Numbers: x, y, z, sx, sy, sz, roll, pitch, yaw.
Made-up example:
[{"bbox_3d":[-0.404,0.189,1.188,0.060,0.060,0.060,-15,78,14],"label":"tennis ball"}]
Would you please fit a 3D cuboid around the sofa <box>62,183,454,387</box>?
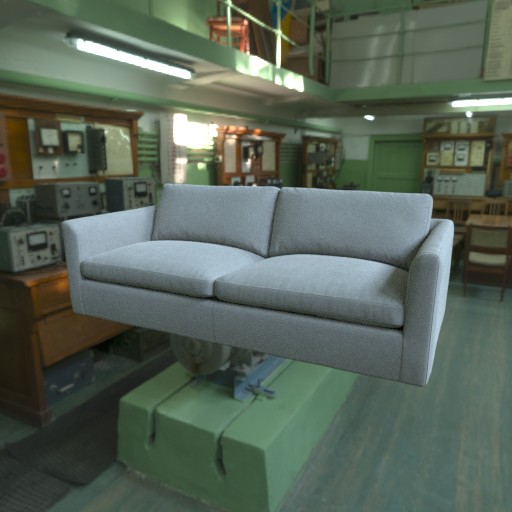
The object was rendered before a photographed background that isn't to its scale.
[{"bbox_3d":[0.000,0.000,2.837,2.588,0.838,1.090,6,14,26],"label":"sofa"}]
